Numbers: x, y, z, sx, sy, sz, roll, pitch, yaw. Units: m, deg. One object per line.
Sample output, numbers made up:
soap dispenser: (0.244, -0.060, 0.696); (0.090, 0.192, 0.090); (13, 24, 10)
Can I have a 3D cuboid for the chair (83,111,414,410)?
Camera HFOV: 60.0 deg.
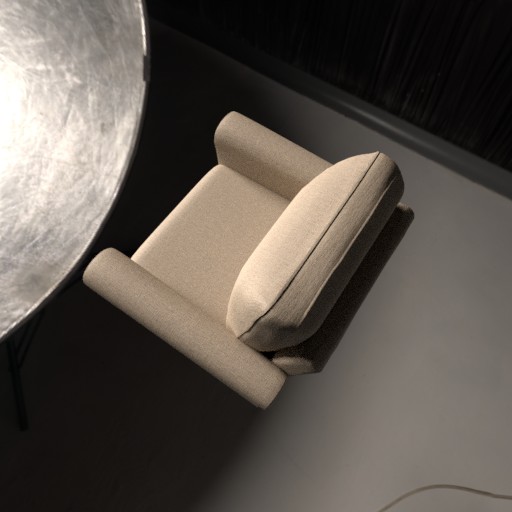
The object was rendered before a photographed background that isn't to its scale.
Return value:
chair: (0.000, 0.000, 2.340); (1.180, 1.349, 1.275); (31, 68, 14)
